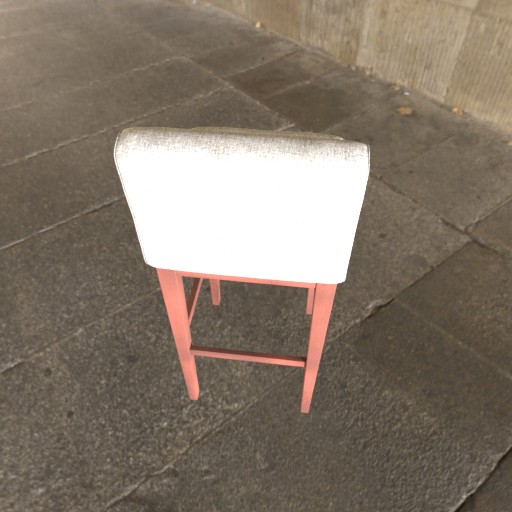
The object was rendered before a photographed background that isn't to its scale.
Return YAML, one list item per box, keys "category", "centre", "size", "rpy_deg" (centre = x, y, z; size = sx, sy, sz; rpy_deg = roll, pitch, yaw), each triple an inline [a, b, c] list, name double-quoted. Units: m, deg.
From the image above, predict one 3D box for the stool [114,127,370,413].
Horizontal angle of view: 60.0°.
- category: "stool"
  centre: [0.000, 0.000, 1.210]
  size: [0.426, 0.965, 0.499]
  rpy_deg: [5, 46, 5]
